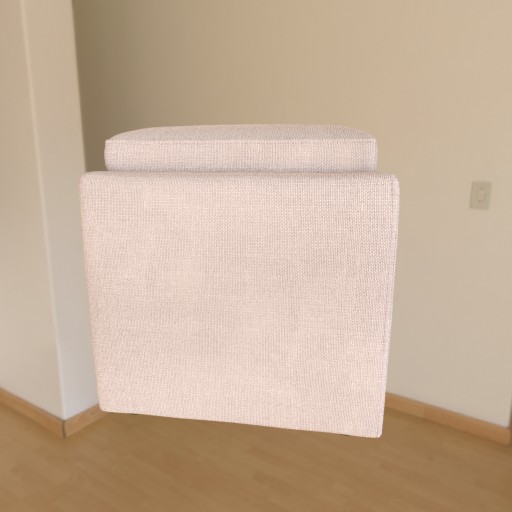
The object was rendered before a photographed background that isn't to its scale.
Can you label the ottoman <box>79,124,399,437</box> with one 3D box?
[{"bbox_3d":[0.000,0.000,0.828,0.451,0.460,0.450,2,12,9],"label":"ottoman"}]
